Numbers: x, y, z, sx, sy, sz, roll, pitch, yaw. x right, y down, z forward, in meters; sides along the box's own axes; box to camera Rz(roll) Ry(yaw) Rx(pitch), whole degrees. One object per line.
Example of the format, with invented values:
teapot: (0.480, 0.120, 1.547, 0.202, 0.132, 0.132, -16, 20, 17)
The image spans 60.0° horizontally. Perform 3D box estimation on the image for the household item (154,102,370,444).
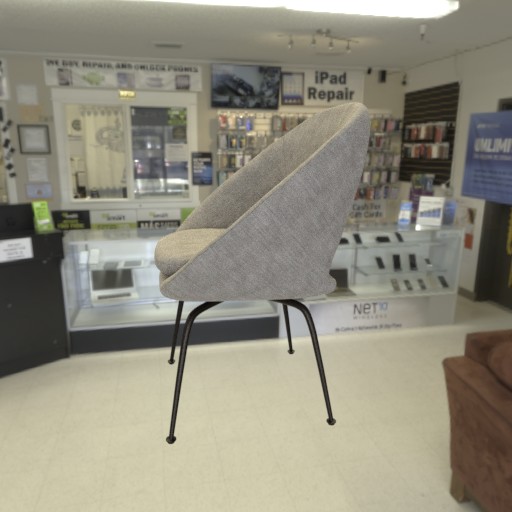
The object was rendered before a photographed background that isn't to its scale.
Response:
household item: (0.000, 0.000, 1.317, 0.587, 0.869, 0.643, -3, 14, -10)
